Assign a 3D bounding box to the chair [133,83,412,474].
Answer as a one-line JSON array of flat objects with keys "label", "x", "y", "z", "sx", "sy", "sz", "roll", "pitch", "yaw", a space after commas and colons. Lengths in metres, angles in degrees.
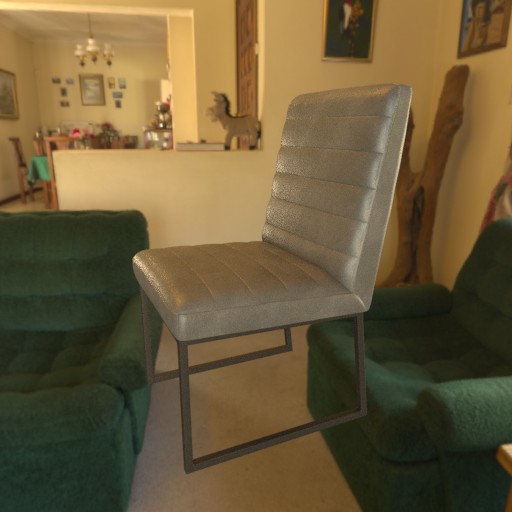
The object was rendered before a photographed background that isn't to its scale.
[{"label": "chair", "x": 0.000, "y": 0.000, "z": 1.289, "sx": 0.634, "sy": 0.930, "sz": 0.520, "roll": -7, "pitch": 17, "yaw": -24}]
